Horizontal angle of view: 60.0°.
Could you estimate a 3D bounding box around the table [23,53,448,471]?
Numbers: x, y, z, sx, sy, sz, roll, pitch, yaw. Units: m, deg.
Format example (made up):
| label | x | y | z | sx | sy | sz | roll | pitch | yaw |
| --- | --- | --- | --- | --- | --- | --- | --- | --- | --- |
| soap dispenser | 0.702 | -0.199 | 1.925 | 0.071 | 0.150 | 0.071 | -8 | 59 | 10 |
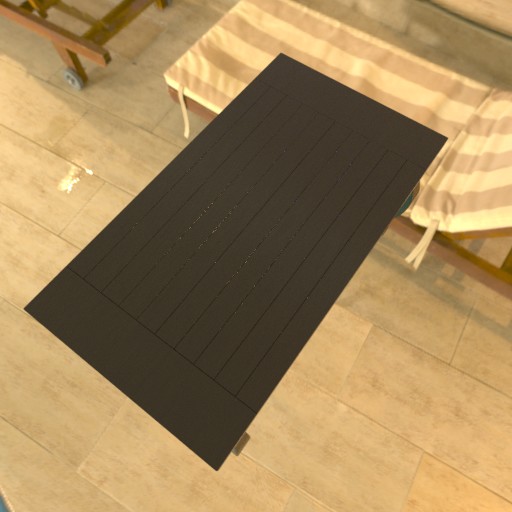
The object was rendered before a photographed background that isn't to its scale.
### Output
| label | x | y | z | sx | sy | sz | roll | pitch | yaw |
| --- | --- | --- | --- | --- | --- | --- | --- | --- | --- |
| table | 0.000 | 0.000 | 1.378 | 0.600 | 0.494 | 1.062 | 34 | 69 | 15 |
